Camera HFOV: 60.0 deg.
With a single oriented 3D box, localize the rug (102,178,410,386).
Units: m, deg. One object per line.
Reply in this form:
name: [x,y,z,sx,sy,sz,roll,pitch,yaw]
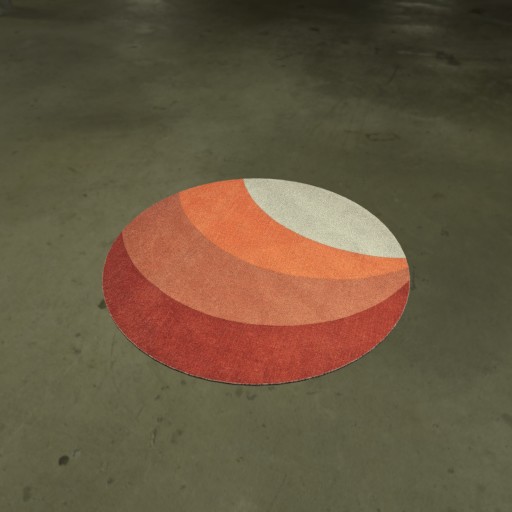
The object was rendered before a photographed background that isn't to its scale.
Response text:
rug: [0.000,0.000,2.254,1.514,0.015,1.514,0,40,0]
